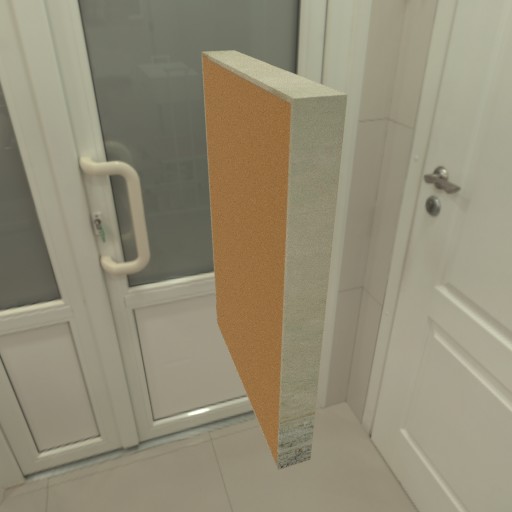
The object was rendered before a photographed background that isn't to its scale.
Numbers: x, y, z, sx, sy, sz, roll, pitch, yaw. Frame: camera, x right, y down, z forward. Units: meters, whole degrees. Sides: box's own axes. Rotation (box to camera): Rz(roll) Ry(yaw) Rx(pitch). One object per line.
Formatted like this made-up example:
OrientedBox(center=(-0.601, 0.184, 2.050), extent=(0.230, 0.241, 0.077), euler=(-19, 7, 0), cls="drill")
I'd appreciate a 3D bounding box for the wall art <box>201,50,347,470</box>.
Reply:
OrientedBox(center=(0.000, 0.000, 0.482), extent=(0.038, 0.381, 0.254), euler=(-10, 32, -16), cls="wall art")
